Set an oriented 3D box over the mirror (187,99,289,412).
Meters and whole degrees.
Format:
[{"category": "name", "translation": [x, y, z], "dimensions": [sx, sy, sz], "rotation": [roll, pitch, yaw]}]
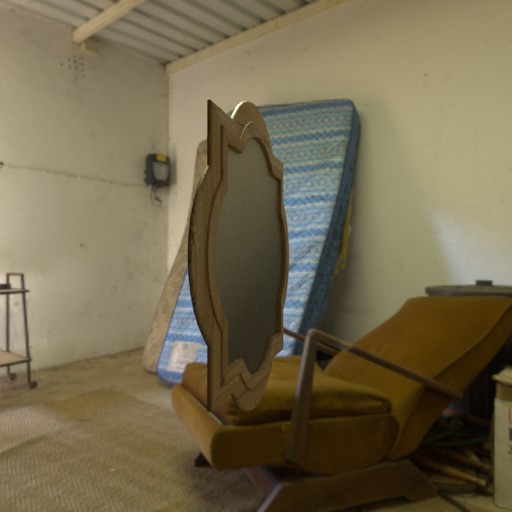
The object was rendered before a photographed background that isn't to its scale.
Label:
[{"category": "mirror", "translation": [0.000, 0.000, 1.035], "dimensions": [0.019, 0.686, 0.686], "rotation": [0, 0, 17]}]
